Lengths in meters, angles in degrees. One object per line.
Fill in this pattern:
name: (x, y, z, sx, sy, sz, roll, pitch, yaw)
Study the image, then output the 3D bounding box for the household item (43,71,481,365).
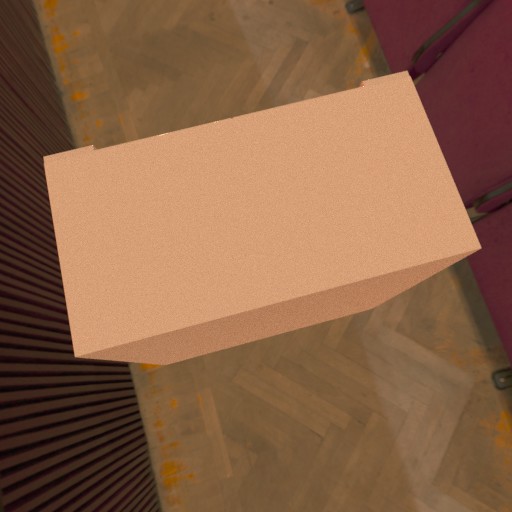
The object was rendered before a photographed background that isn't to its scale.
household item: (0.000, 0.000, 1.311, 0.800, 0.870, 0.420, -15, 76, -4)
